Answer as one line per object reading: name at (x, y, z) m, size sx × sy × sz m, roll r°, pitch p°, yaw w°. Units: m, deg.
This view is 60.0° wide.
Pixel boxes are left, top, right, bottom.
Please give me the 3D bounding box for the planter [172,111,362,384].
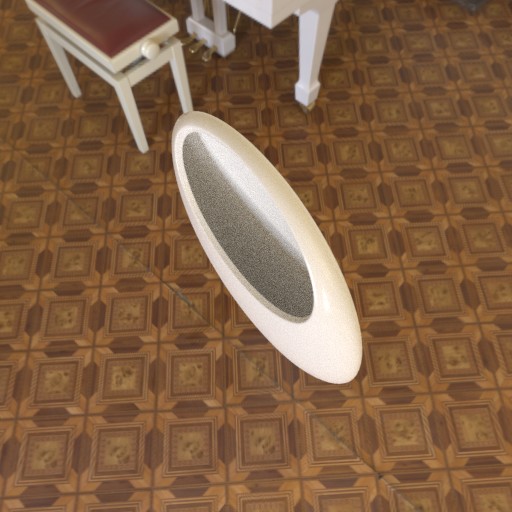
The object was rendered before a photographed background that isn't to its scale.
planter at (0.000, 0.000, 0.278) m, size 0.043 × 0.188 × 0.185 m, roll -32°, pitch 68°, yaw -15°
